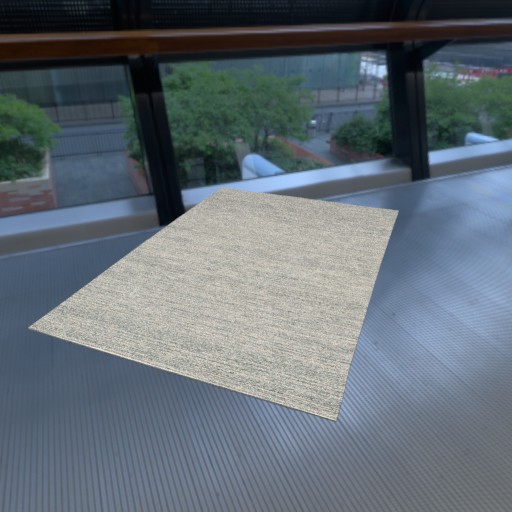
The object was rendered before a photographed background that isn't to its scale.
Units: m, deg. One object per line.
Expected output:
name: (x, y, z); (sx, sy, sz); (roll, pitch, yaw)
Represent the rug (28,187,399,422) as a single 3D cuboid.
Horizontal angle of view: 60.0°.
rug: (0.000, 0.000, 2.970); (1.616, 0.030, 2.338); (11, 30, 19)
